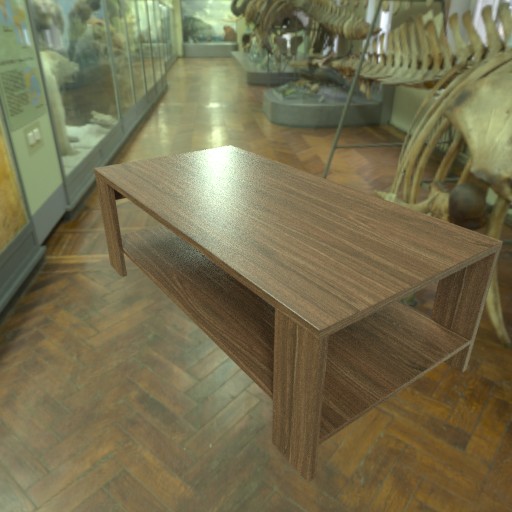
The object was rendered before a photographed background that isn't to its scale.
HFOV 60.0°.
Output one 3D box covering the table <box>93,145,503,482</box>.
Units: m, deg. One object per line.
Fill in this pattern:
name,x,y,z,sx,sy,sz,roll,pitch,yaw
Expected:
table,0.000,0.000,1.435,0.600,0.400,1.200,-18,33,-31
